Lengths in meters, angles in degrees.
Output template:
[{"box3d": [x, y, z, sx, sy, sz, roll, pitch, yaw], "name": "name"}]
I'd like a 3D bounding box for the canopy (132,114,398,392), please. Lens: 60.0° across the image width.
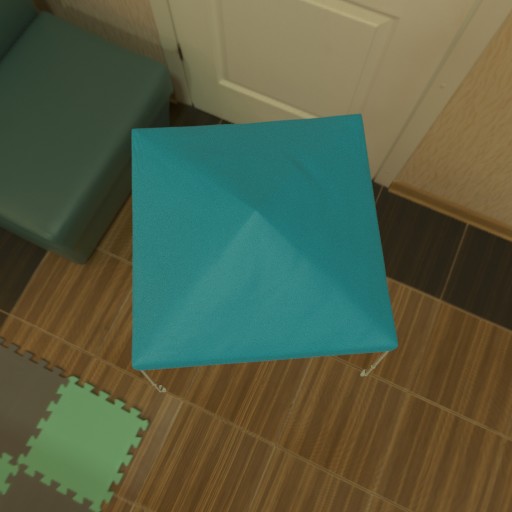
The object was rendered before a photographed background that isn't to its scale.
[{"box3d": [0.000, 0.000, 6.404, 3.599, 3.600, 3.600, -4, 75, -1], "name": "canopy"}]
